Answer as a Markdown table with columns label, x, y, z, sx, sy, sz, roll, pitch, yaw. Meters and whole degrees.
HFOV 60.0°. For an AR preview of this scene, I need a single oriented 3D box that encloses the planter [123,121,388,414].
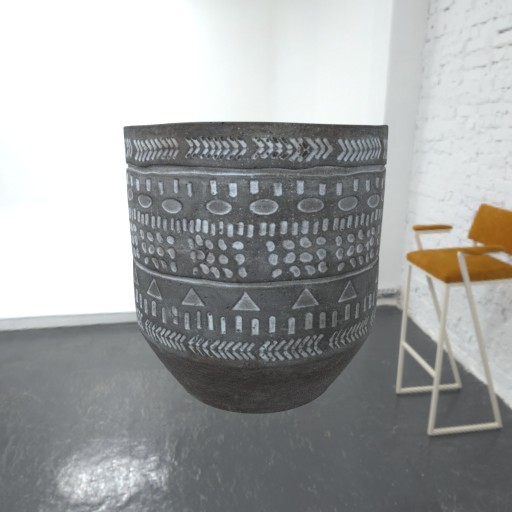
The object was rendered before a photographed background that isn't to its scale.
| label | x | y | z | sx | sy | sz | roll | pitch | yaw |
| --- | --- | --- | --- | --- | --- | --- | --- | --- | --- |
| planter | 0.000 | 0.000 | 0.264 | 0.142 | 0.149 | 0.142 | 0 | 15 | 0 |
